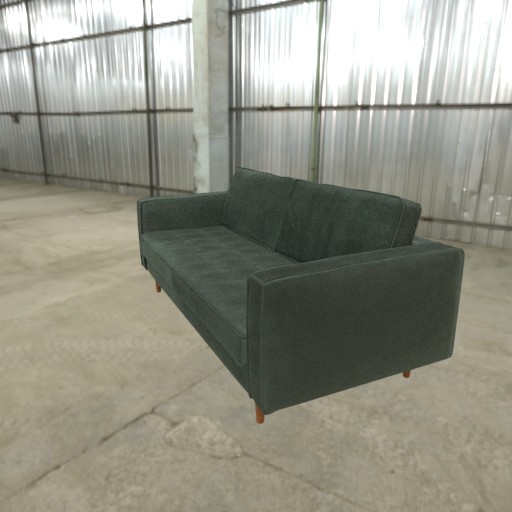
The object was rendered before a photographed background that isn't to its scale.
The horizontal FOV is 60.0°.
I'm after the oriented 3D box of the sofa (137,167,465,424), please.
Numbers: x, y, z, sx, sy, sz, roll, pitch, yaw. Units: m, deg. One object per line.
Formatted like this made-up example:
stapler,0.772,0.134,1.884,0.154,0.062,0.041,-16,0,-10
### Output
sofa,0.000,0.000,2.280,0.886,0.781,1.816,-8,18,-25
